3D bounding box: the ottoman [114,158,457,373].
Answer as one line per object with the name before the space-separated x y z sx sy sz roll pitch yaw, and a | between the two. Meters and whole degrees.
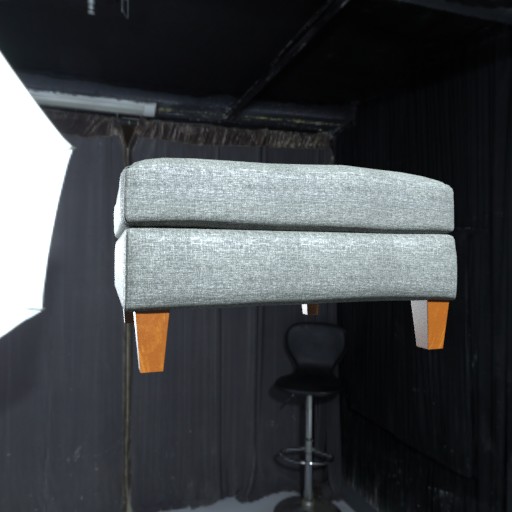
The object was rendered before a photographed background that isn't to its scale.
ottoman | 0.000 0.000 1.385 0.838 0.481 0.838 0 0 -19
